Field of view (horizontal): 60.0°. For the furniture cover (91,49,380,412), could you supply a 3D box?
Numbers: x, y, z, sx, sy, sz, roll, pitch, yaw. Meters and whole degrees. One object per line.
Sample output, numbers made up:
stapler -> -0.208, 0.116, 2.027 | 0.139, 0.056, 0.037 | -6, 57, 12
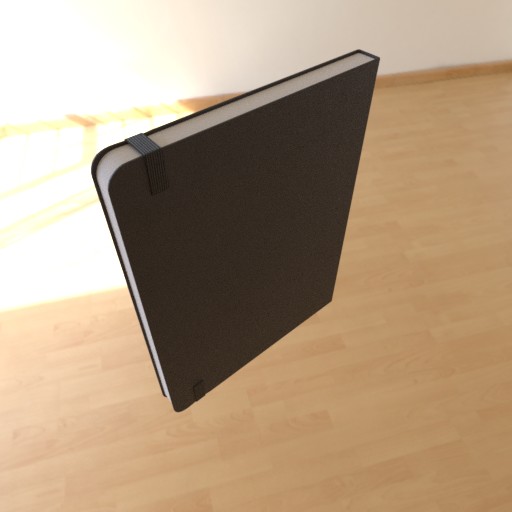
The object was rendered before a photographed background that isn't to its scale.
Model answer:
furniture cover -> 0.000, 0.000, 0.374 | 0.216, 0.281, 0.023 | -31, 54, -27
